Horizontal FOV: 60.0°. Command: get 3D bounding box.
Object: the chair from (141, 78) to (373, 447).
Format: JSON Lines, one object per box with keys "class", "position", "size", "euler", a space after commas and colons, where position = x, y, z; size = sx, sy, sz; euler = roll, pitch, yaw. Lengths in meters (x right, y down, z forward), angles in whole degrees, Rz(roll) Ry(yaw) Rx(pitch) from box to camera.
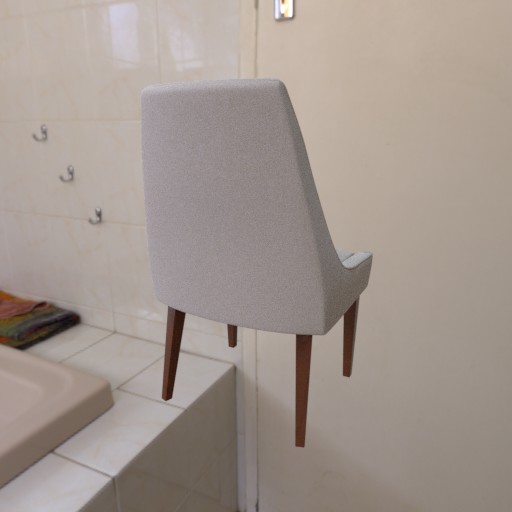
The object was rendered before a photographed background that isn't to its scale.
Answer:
{"class": "chair", "position": [0.000, 0.000, 1.230], "size": [0.529, 0.861, 0.544], "euler": [8, 17, 27]}
